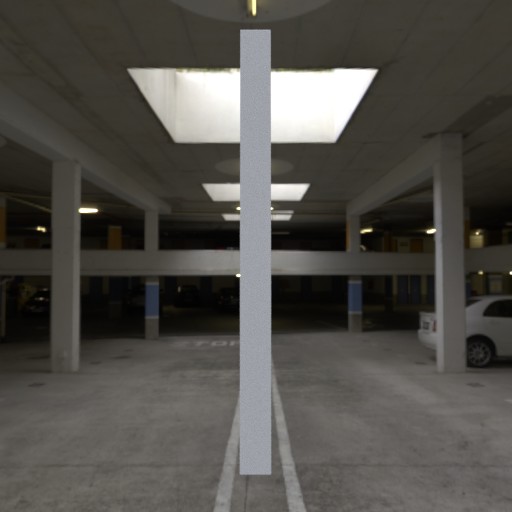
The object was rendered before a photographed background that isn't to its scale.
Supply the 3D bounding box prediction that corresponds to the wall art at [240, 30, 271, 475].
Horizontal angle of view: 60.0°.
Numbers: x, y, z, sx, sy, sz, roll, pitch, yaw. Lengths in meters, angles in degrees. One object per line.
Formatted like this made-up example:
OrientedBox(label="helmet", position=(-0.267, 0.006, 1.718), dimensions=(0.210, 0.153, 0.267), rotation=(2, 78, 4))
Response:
OrientedBox(label="wall art", position=(0.000, 0.000, 0.759), dimensions=(0.035, 0.507, 0.508), rotation=(0, -2, 0))
